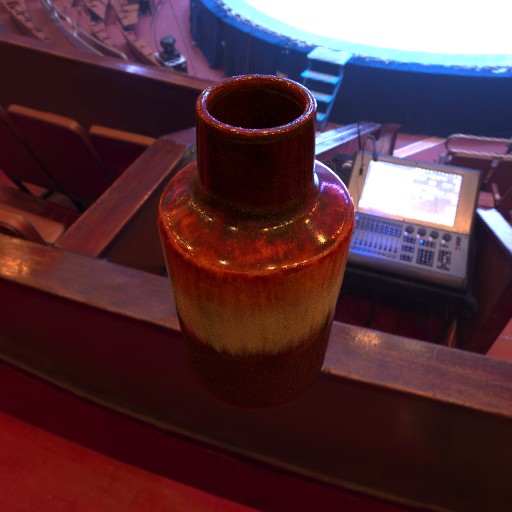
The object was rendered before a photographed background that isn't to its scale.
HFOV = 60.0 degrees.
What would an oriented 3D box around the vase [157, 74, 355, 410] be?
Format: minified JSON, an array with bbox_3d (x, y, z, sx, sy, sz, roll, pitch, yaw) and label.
[{"bbox_3d":[0.000,0.000,0.271,0.108,0.204,0.108,0,47,0],"label":"vase"}]
